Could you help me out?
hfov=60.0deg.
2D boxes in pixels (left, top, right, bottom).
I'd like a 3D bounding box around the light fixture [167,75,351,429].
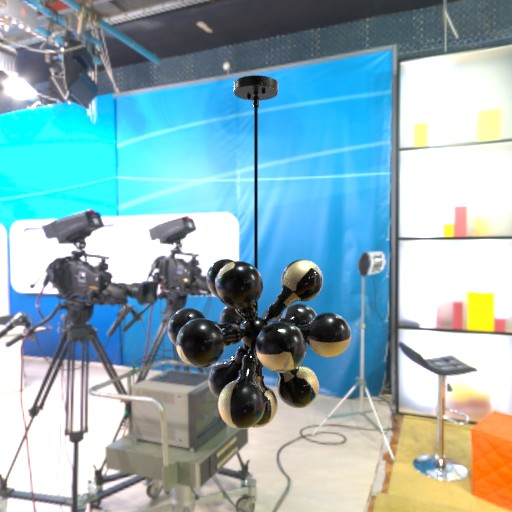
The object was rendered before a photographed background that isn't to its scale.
[{"bbox_3d":[0.000,0.000,1.112,0.420,0.859,0.468,0,1,-17],"label":"light fixture"}]
